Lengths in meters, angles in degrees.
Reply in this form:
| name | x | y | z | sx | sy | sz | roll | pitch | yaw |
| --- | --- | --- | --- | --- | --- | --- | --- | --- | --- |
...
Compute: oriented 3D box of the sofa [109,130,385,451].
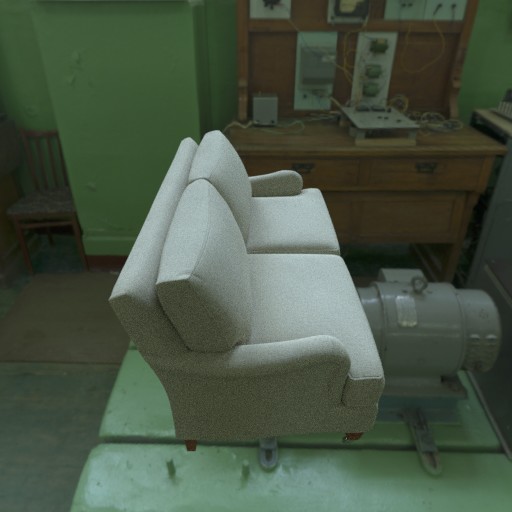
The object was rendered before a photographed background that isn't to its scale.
| name | x | y | z | sx | sy | sz | roll | pitch | yaw |
| --- | --- | --- | --- | --- | --- | --- | --- | --- | --- |
| sofa | 0.000 | 0.000 | 2.653 | 1.091 | 0.997 | 2.070 | 0 | 31 | 0 |
